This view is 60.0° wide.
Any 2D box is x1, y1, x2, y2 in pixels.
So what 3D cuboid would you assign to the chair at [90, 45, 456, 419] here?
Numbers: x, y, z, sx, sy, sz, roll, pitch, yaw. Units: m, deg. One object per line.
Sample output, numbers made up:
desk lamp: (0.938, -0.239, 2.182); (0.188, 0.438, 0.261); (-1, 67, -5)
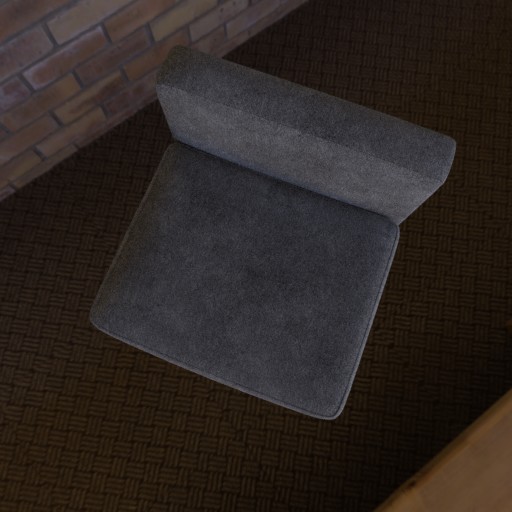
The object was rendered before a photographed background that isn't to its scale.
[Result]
chair: (0.000, 0.000, 1.207); (0.680, 0.660, 0.680); (20, 78, 5)
